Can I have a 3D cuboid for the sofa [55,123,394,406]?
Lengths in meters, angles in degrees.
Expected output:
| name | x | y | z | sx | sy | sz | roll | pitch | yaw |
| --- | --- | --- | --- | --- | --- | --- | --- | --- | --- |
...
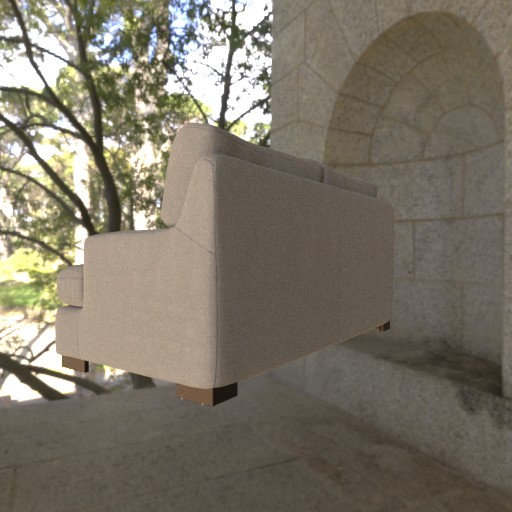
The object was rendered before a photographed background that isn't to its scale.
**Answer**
| name | x | y | z | sx | sy | sz | roll | pitch | yaw |
| --- | --- | --- | --- | --- | --- | --- | --- | --- | --- |
| sofa | 0.000 | 0.000 | 2.443 | 0.962 | 0.980 | 1.855 | 0 | 1 | 35 |
